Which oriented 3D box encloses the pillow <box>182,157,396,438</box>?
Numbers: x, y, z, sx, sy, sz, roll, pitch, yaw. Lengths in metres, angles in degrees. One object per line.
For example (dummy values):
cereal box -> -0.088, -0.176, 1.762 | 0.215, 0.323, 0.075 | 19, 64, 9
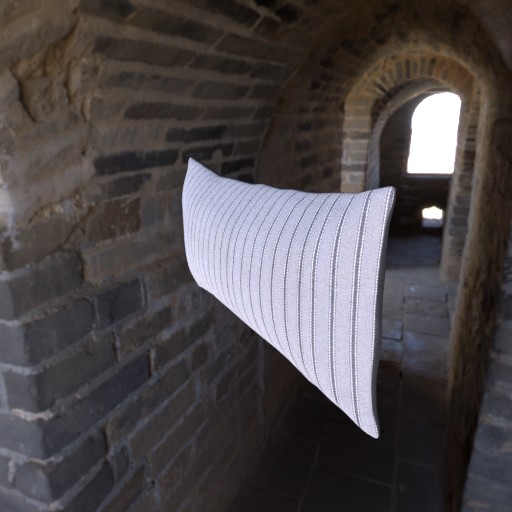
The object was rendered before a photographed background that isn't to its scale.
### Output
pillow -> 0.000, 0.000, 0.739 | 0.151, 0.305, 0.609 | -8, 19, -26
